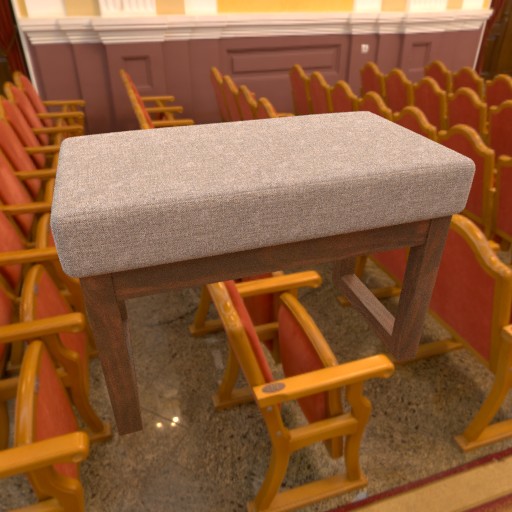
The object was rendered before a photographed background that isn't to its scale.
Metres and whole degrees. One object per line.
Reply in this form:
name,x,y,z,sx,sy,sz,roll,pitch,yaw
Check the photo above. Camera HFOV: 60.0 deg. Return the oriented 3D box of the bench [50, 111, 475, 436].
bench,0.000,0.000,0.918,0.681,0.467,0.366,-10,33,-15
